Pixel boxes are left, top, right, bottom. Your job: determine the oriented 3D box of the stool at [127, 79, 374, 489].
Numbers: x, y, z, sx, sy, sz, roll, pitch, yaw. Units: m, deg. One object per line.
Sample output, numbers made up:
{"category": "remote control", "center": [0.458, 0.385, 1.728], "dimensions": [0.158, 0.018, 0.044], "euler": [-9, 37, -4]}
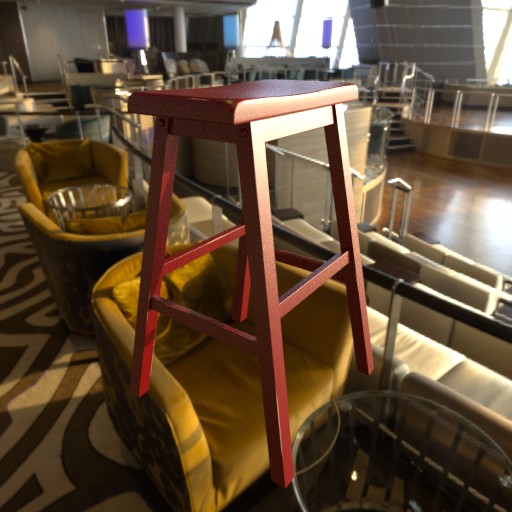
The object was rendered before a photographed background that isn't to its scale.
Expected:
{"category": "stool", "center": [0.000, 0.000, 1.031], "dimensions": [0.476, 0.737, 0.457], "euler": [17, 30, 32]}
